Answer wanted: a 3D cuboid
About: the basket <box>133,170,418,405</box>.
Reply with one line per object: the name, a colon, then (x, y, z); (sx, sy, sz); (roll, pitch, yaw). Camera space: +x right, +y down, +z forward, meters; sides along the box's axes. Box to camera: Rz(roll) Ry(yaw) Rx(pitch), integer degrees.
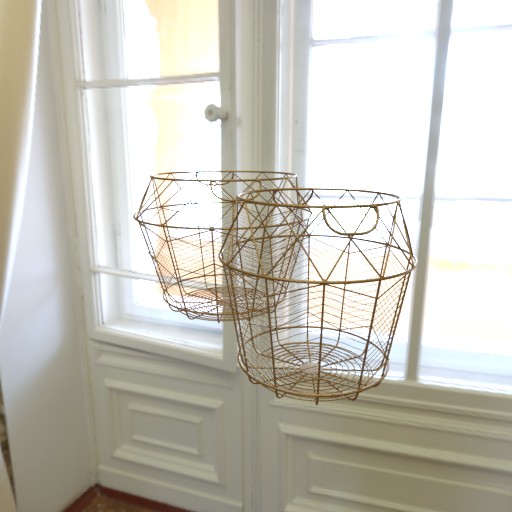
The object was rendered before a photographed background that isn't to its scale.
basket: (0.000, 0.000, 0.998); (0.451, 0.343, 0.805); (-7, 16, -26)
